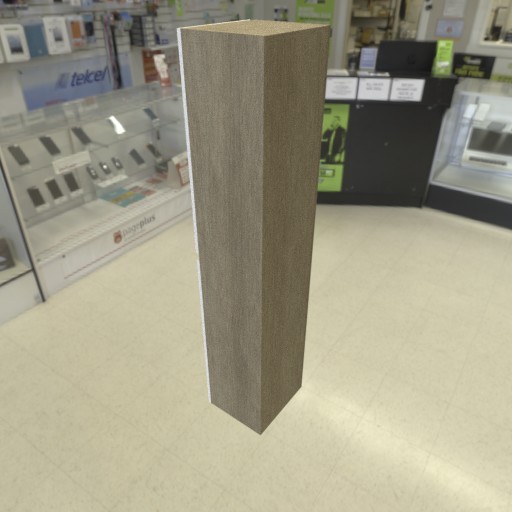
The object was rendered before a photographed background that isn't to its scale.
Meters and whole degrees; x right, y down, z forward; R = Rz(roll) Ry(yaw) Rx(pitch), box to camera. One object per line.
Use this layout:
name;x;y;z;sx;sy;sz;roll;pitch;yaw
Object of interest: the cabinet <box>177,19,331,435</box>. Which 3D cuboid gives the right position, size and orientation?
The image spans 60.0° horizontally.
cabinet;0.000;0.000;1.516;0.270;1.400;0.300;22;39;30
